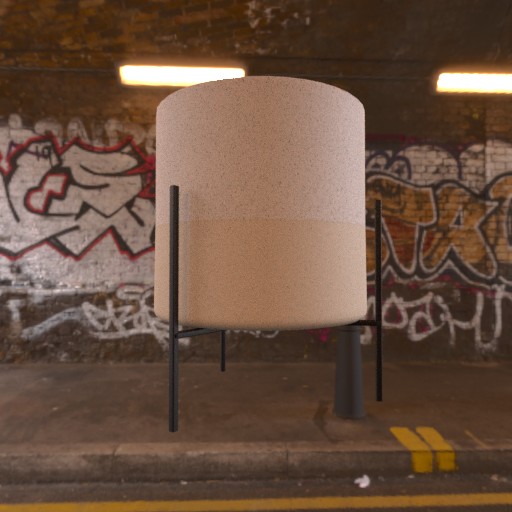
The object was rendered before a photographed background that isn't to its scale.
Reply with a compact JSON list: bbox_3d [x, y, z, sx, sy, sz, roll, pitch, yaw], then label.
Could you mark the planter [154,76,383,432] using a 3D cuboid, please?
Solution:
[{"bbox_3d":[0.000,0.000,0.662,0.313,0.423,0.335,-1,-2,36],"label":"planter"}]
